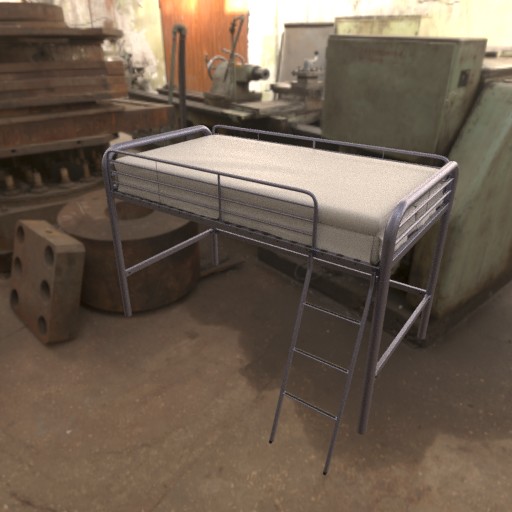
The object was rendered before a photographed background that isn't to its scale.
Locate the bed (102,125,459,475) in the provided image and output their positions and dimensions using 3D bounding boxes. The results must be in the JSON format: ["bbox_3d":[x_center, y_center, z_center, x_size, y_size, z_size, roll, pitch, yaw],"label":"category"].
[{"bbox_3d":[0.000,0.000,2.874,1.965,1.288,1.415,18,32,32],"label":"bed"}]
